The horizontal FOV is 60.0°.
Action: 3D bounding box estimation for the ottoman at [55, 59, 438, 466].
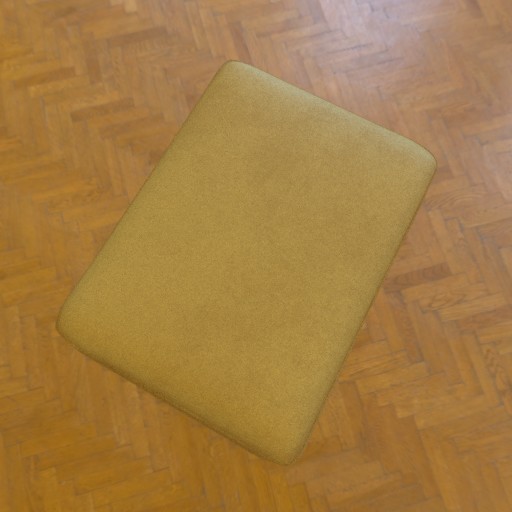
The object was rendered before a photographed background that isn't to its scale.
[{"bbox_3d":[0.000,0.000,1.151,0.608,0.449,0.811,28,77,7],"label":"ottoman"}]
